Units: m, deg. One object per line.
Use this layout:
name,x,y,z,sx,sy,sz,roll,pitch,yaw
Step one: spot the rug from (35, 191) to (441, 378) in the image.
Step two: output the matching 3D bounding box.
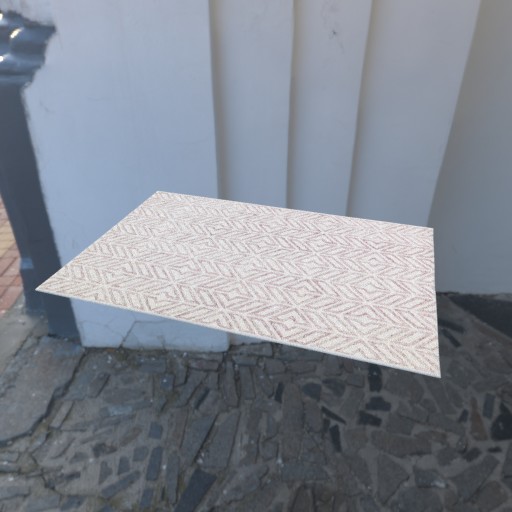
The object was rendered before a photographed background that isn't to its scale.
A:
rug,0.000,0.000,2.375,1.828,0.007,1.220,9,33,15
